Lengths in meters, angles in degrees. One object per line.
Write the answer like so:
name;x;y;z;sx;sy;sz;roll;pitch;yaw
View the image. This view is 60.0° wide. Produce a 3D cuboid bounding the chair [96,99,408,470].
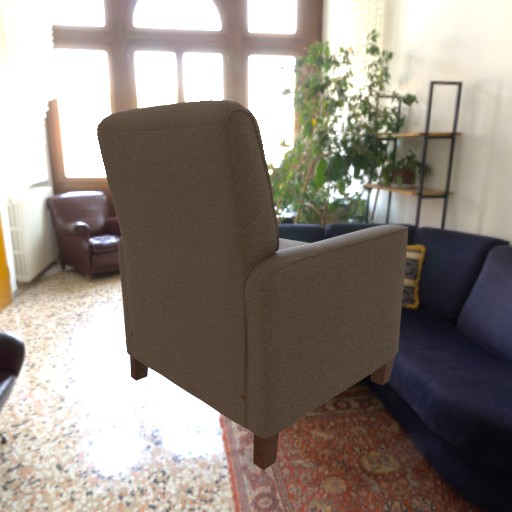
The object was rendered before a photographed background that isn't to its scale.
chair;0.000;0.000;1.641;0.859;1.023;0.845;-13;19;-43
